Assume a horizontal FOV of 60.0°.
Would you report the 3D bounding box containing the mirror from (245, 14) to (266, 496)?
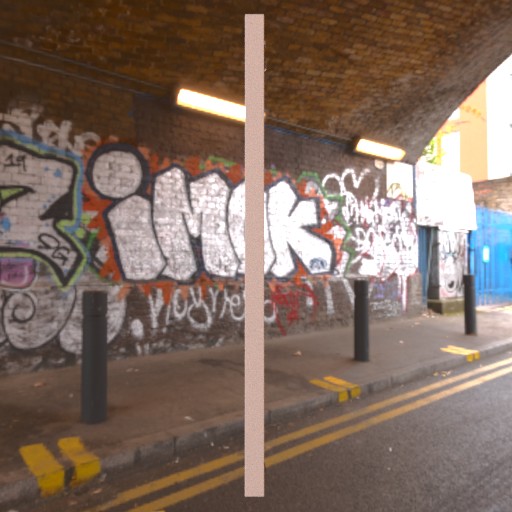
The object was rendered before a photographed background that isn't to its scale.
[{"bbox_3d":[0.000,0.000,1.144,0.041,0.915,0.609,0,-1,0],"label":"mirror"}]
